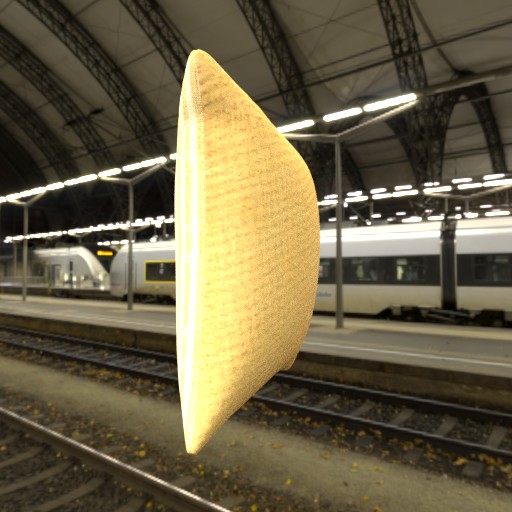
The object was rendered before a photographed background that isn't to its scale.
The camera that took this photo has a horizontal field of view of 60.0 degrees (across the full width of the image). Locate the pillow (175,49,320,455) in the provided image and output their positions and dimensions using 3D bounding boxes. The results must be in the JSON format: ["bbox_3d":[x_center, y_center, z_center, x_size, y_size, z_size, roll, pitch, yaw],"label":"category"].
[{"bbox_3d":[0.000,0.000,0.640,0.173,0.407,0.419,-1,-2,17],"label":"pillow"}]
